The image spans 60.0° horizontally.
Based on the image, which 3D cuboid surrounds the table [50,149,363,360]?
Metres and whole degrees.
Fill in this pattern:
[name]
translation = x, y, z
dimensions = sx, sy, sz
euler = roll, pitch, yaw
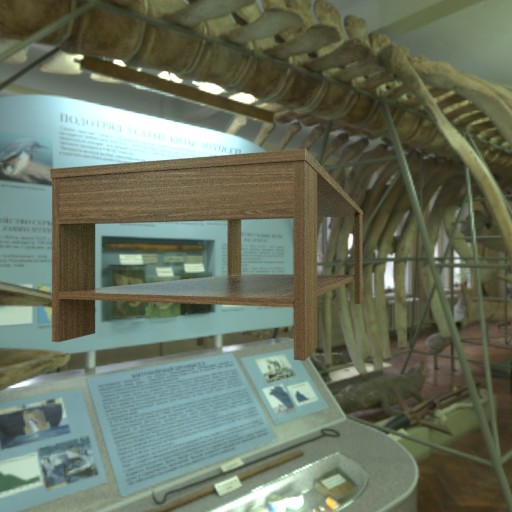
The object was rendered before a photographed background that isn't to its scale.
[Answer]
[table]
translation = 0.000, 0.000, 1.498
dimensions = 0.600, 0.400, 1.200
euler = 0, 0, 19
